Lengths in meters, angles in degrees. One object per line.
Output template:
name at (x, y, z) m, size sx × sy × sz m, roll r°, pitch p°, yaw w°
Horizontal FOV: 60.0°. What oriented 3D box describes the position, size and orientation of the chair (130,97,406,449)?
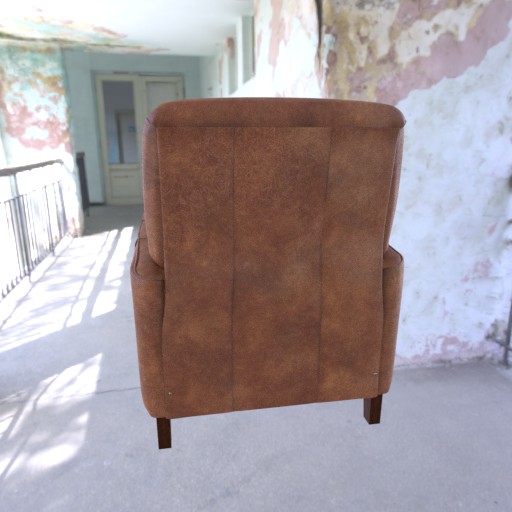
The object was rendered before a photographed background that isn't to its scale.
chair at (0.000, 0.000, 1.623) m, size 0.843 × 1.043 × 0.836 m, roll -3°, pitch 16°, yaw -10°
